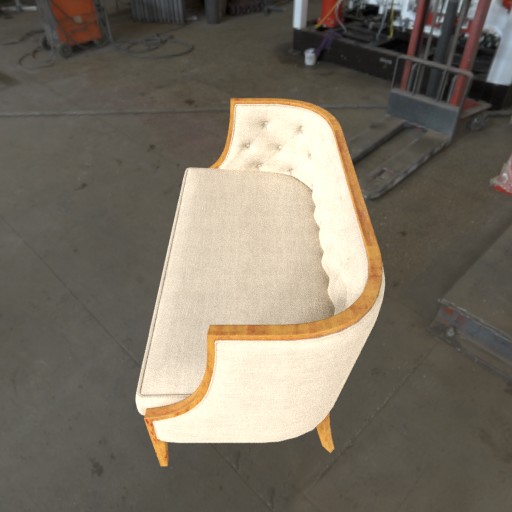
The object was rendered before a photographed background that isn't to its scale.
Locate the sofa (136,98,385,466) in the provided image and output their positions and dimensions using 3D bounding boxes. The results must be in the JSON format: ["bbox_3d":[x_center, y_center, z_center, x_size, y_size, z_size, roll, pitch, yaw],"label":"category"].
[{"bbox_3d":[0.000,0.000,1.894,0.770,0.775,1.474,0,42,0],"label":"sofa"}]
